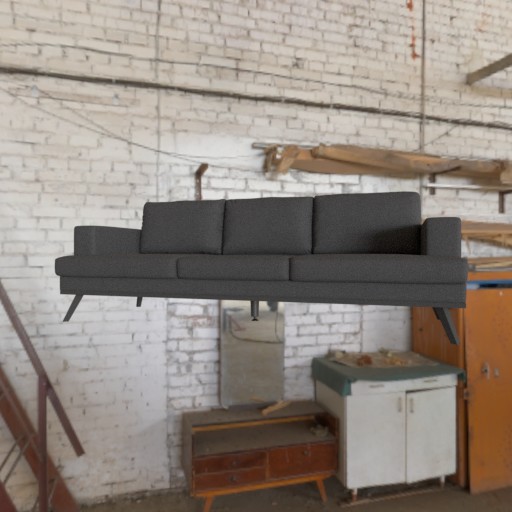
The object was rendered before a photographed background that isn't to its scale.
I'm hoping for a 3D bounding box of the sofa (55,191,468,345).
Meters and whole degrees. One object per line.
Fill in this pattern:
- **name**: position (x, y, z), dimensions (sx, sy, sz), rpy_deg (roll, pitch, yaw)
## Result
- **sofa**: position (0.000, 0.000, 2.775), dimensions (2.310, 0.810, 0.920), rpy_deg (0, 0, 18)
